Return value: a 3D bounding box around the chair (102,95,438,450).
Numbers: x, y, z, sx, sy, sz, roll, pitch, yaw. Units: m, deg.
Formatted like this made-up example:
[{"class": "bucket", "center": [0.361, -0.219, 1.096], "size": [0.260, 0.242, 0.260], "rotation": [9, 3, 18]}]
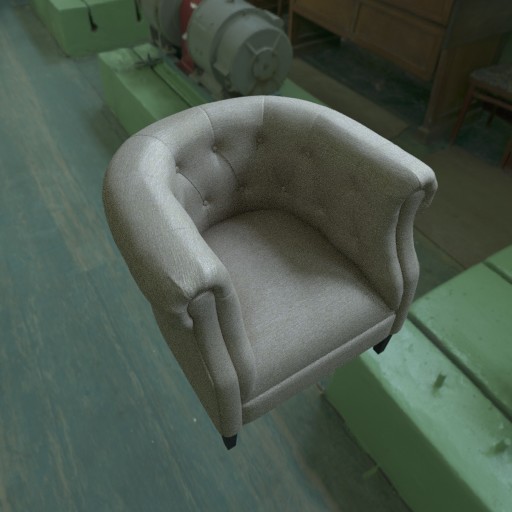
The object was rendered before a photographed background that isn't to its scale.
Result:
[{"class": "chair", "center": [0.000, 0.000, 1.568], "size": [0.905, 0.827, 0.852], "rotation": [-25, 51, -22]}]
